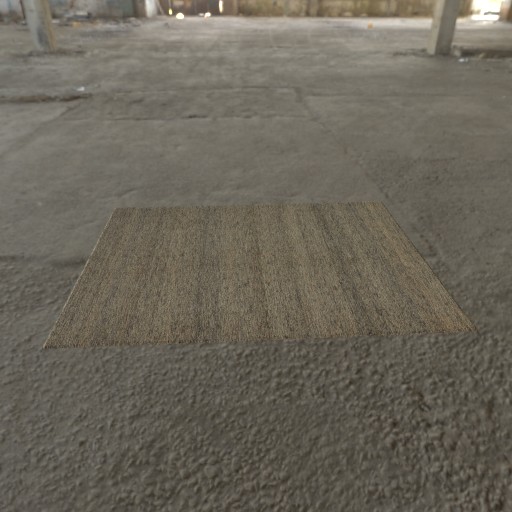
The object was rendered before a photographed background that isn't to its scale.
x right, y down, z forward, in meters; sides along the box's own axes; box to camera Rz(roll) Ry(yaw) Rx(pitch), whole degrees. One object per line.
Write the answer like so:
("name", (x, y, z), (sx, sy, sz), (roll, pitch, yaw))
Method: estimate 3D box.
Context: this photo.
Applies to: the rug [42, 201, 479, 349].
("rug", (0.000, 0.000, 4.276), (3.199, 0.036, 2.414), (-2, 31, -3))
